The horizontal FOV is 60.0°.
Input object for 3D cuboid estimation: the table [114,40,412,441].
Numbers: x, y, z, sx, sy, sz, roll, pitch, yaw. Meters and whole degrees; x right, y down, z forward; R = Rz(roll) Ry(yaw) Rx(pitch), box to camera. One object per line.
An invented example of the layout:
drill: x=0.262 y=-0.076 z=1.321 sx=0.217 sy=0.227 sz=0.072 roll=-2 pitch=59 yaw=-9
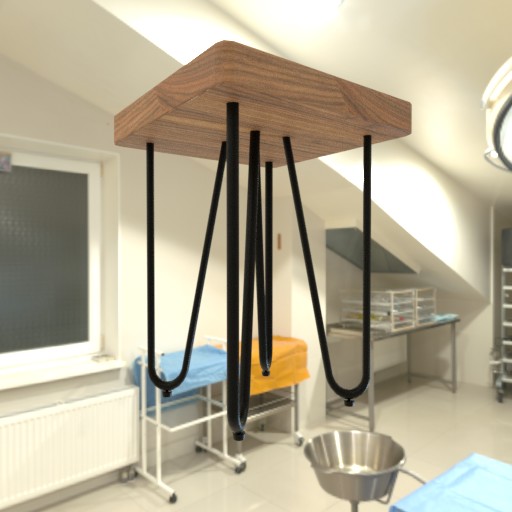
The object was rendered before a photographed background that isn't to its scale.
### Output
table: x=0.000 y=0.000 z=0.979 sx=0.480 sy=0.641 sz=0.479 roll=0 pitch=0 yaw=-37
